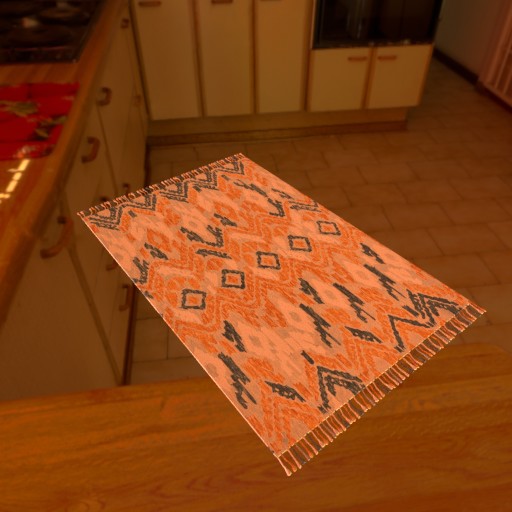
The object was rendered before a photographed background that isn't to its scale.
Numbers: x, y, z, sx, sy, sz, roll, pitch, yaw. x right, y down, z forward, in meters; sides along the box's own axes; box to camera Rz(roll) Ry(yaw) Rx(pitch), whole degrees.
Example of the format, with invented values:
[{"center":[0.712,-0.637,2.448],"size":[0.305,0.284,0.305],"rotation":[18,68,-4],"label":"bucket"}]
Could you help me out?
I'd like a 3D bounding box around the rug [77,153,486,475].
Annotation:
[{"center":[0.000,0.000,2.953],"size":[1.533,0.010,2.428],"rotation":[-27,48,-28],"label":"rug"}]
